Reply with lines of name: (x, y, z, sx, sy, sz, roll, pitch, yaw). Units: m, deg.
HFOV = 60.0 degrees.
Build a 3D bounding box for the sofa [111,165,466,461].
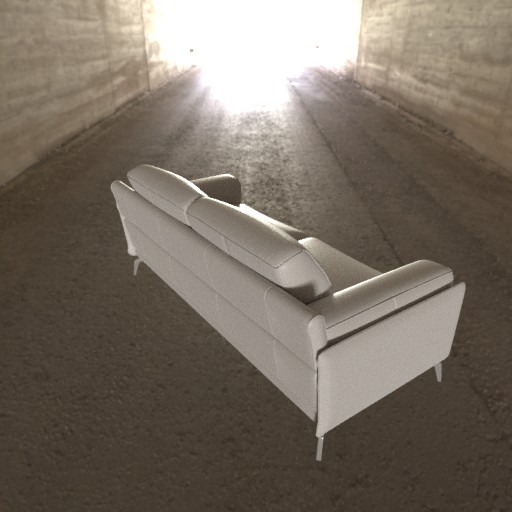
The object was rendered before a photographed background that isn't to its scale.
sofa: (0.000, 0.000, 2.631, 1.049, 0.930, 2.101, -18, 32, -32)
